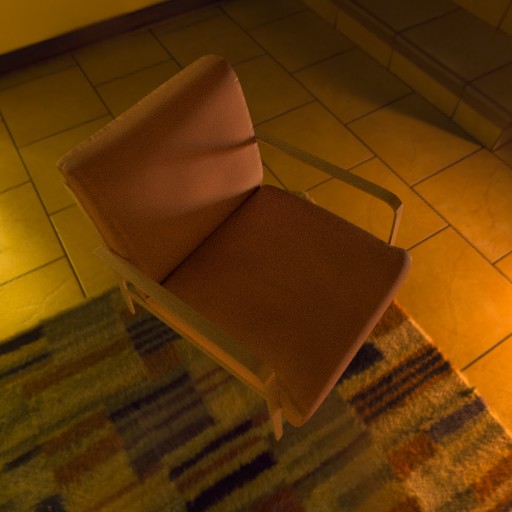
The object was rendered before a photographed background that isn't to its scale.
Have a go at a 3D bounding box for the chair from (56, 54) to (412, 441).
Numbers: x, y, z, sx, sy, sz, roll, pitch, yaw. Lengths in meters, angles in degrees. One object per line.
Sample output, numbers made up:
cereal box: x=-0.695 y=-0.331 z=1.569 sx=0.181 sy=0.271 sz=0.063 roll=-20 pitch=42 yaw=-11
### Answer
chair: x=0.000 y=0.000 z=1.440 sx=0.848 sy=0.823 sz=0.701 roll=34 pitch=64 yaw=19
